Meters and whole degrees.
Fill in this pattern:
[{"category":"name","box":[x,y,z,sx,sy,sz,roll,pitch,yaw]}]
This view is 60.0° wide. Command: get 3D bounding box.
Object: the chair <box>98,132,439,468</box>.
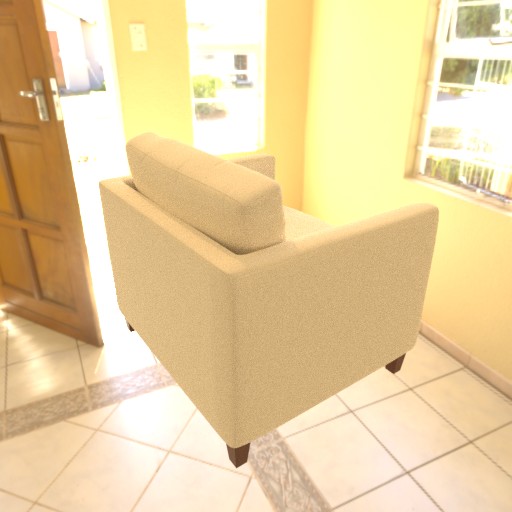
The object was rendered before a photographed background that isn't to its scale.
[{"category":"chair","box":[0.000,0.000,1.727,0.878,0.885,1.019,-17,31,-32]}]
